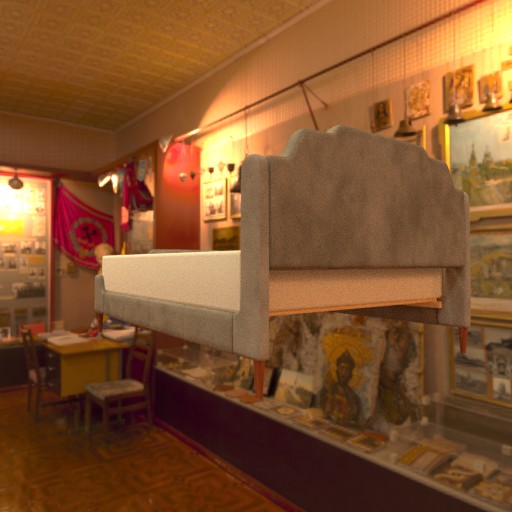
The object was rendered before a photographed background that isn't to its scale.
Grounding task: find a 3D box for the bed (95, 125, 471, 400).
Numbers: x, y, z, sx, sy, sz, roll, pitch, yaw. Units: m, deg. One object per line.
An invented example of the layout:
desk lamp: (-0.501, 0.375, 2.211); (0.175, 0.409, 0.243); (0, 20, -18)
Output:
bed: (0.000, 0.000, 3.265); (1.676, 1.245, 2.340); (1, -1, -36)
